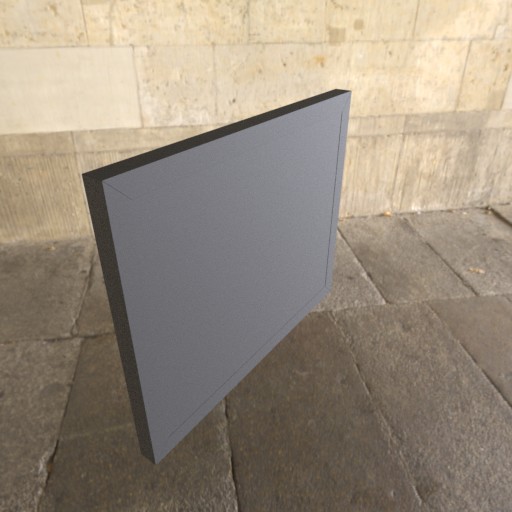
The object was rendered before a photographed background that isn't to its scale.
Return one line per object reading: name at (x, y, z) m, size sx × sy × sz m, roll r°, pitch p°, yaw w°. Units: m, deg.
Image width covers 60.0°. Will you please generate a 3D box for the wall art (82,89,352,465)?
wall art at (0.000, 0.000, 0.545) m, size 0.024 × 0.329 × 0.404 m, roll 21°, pitch 37°, yaw 30°
